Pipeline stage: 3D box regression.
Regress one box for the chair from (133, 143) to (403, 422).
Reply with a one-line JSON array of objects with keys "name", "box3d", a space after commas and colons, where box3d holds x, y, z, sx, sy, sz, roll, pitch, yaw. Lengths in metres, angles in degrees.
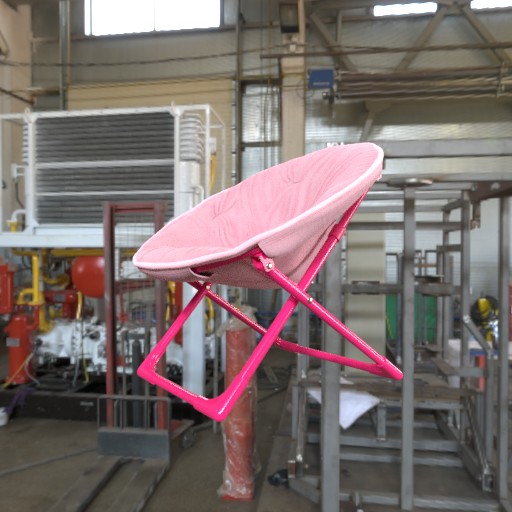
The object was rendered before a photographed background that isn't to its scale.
[{"name": "chair", "box3d": [0.000, 0.000, 0.892, 0.459, 0.494, 0.522, 0, 1, -37]}]
